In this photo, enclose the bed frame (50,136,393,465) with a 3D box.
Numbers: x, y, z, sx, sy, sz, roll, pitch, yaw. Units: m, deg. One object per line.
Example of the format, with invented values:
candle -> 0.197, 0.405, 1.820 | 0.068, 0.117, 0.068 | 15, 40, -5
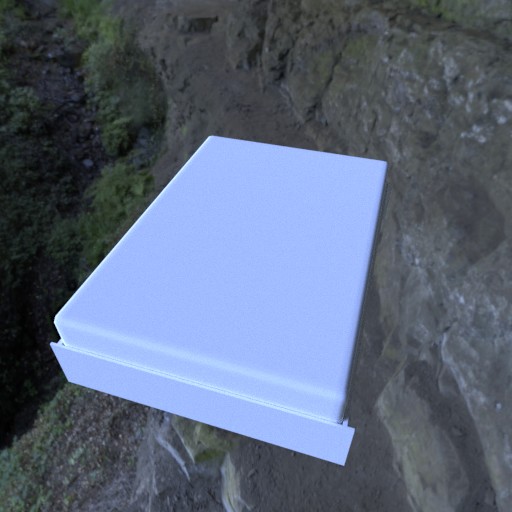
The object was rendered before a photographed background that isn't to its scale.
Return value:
bed frame -> 0.000, 0.000, 2.689 | 1.445, 0.497, 1.945 | 12, 43, 13
